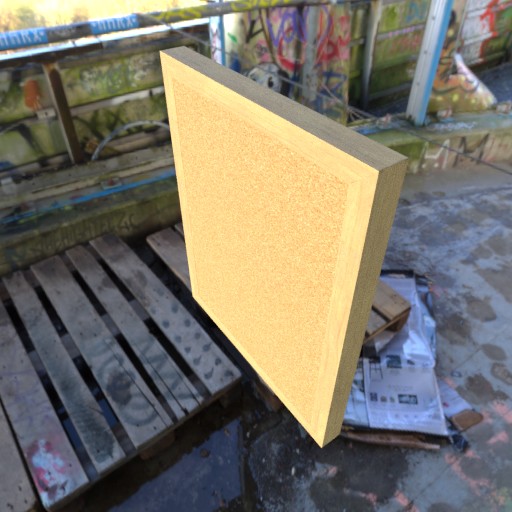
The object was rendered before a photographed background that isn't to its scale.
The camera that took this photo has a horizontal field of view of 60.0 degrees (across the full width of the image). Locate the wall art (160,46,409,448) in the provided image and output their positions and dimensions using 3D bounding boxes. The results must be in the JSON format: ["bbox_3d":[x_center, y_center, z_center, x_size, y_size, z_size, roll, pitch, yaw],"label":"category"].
[{"bbox_3d":[0.000,0.000,0.512,0.030,0.380,0.312,-25,47,-26],"label":"wall art"}]
